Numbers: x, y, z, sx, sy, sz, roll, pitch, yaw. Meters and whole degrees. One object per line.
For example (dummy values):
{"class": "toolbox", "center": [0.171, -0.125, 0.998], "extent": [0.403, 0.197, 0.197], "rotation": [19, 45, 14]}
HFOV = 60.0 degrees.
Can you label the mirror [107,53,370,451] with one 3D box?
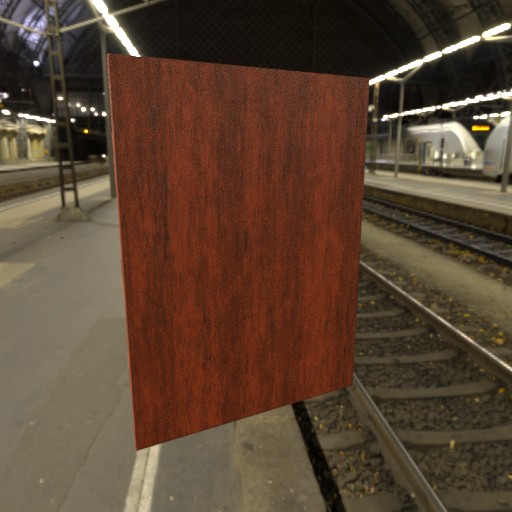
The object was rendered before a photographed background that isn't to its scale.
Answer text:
{"class": "mirror", "center": [0.000, 0.000, 1.019], "extent": [0.600, 0.805, 0.021], "rotation": [-7, 15, -27]}
